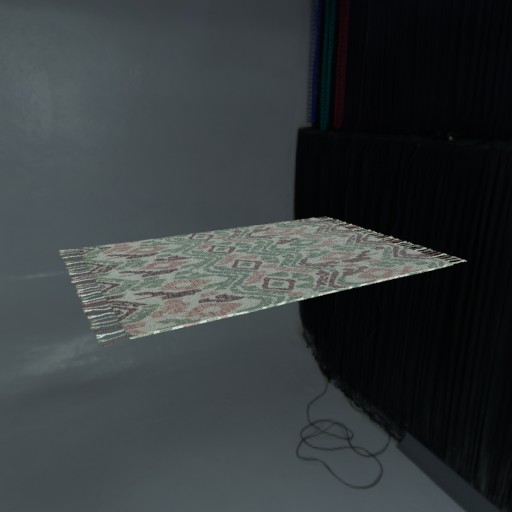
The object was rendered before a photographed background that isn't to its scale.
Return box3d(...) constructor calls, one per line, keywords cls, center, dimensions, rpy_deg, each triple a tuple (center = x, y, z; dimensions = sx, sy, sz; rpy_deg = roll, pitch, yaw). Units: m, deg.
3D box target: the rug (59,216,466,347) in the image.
box3d(cls="rug", center=(0.000, 0.000, 2.354), dimensions=(1.829, 0.010, 1.219), rpy_deg=(-9, 20, -27))
